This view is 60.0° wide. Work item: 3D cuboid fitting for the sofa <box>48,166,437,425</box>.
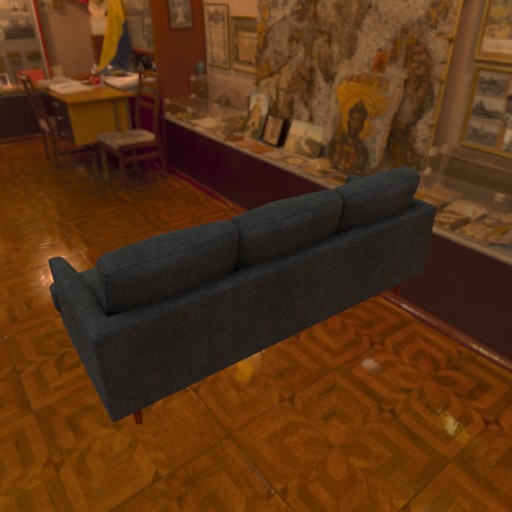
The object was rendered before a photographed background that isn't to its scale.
[{"bbox_3d":[0.000,0.000,2.718,2.246,0.930,0.903,-19,36,-29],"label":"sofa"}]
